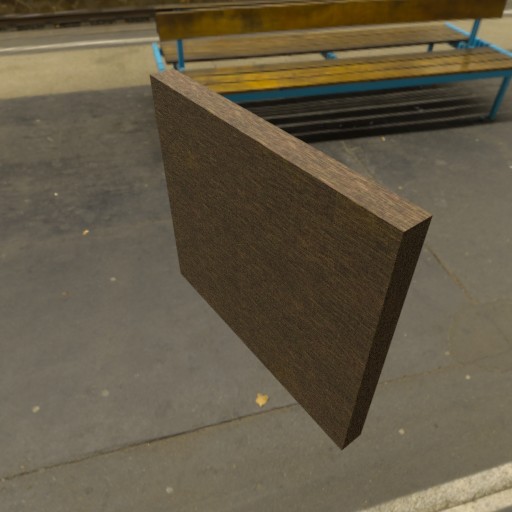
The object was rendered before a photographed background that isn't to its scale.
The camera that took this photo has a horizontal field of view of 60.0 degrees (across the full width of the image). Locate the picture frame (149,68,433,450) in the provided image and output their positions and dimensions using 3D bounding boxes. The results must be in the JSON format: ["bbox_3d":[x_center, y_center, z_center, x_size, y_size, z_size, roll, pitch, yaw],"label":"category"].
[{"bbox_3d":[0.000,0.000,0.534,0.033,0.330,0.378,-27,48,-27],"label":"picture frame"}]
